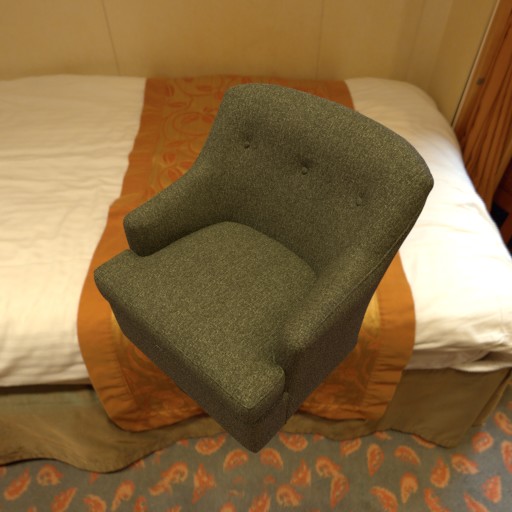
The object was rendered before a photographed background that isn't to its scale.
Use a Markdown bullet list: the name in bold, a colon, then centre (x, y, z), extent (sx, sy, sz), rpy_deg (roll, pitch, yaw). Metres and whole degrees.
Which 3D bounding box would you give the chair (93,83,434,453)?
- **chair**: centre (0.000, 0.000, 1.620), extent (0.864, 0.856, 0.923), rpy_deg (33, 56, 27)
